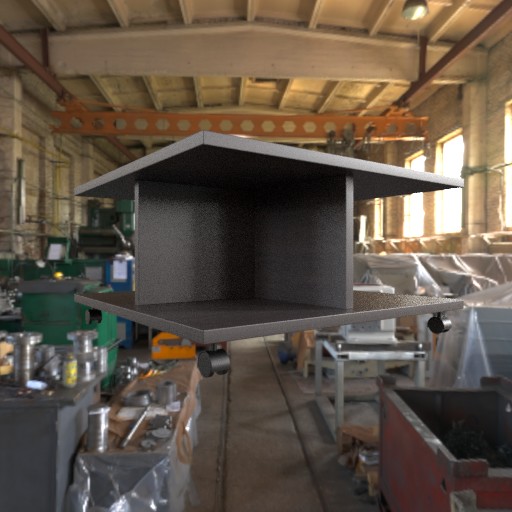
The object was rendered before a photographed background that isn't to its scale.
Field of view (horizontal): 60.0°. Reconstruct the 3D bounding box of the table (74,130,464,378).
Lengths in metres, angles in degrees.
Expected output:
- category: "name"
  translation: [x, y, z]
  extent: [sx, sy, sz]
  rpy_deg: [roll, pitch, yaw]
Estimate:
- category: "table"
  translation: [0.000, 0.000, 1.216]
  extent: [0.762, 0.396, 0.762]
  rpy_deg: [0, 0, -36]
